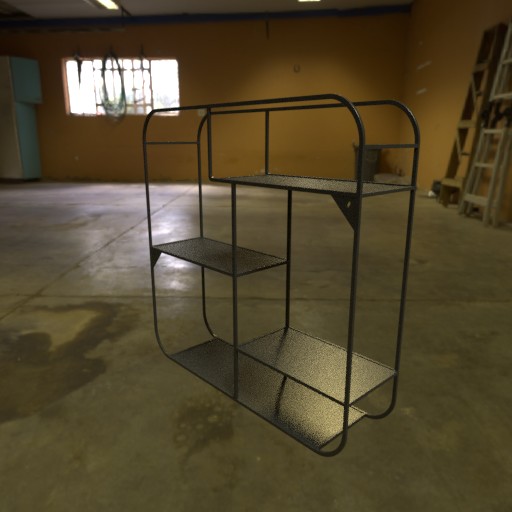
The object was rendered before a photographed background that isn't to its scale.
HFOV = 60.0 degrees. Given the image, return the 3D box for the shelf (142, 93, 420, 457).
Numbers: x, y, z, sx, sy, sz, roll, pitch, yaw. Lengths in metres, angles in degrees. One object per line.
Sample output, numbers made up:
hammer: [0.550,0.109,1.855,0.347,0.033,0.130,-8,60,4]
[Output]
shelf: [0.000,0.000,0.929,0.160,0.600,0.600,-14,20,-41]
